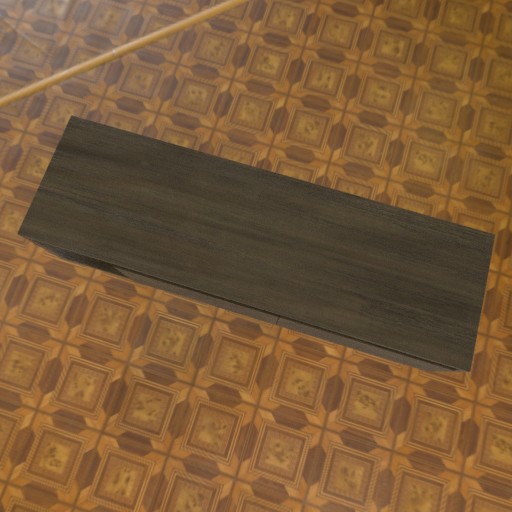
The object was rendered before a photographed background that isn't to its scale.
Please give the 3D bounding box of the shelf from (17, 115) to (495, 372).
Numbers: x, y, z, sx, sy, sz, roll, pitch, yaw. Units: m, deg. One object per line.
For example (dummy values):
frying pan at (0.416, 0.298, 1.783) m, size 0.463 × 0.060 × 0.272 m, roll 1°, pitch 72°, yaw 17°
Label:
shelf at (0.000, 0.000, 1.495) m, size 1.300 × 0.495 × 0.400 m, roll 17°, pitch 77°, yaw 4°
